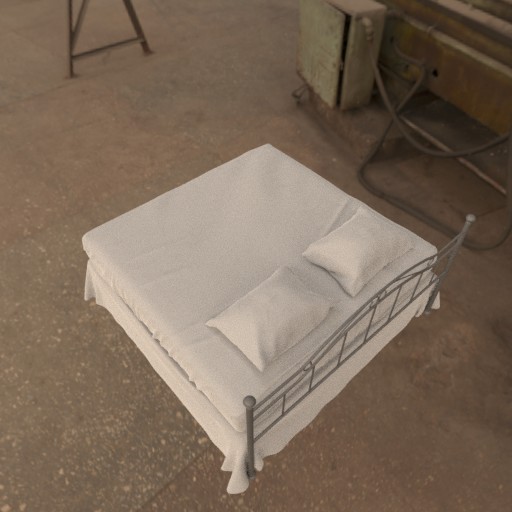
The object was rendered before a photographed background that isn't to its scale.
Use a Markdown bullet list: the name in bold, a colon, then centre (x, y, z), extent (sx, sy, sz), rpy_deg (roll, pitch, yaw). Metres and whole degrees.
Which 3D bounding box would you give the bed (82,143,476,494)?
- **bed**: centre (0.000, 0.000, 3.460), extent (2.309, 1.080, 2.220), rpy_deg (-33, 55, -27)
